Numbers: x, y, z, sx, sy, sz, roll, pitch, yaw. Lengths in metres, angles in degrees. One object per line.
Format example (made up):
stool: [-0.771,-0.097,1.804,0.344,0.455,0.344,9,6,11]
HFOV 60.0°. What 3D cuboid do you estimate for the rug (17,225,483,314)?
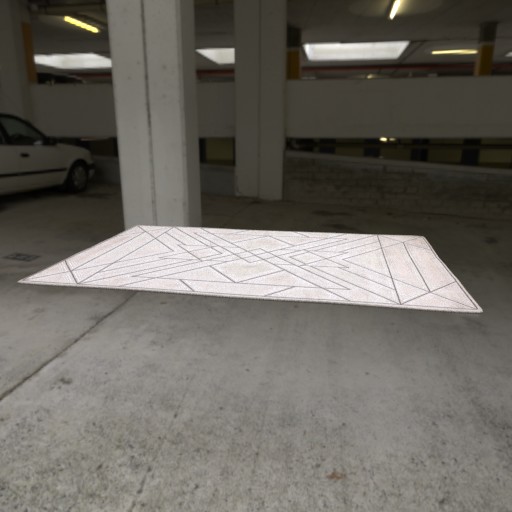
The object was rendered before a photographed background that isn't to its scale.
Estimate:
rug: [0.000,0.000,3.027,2.459,0.023,1.575,3,16,10]
